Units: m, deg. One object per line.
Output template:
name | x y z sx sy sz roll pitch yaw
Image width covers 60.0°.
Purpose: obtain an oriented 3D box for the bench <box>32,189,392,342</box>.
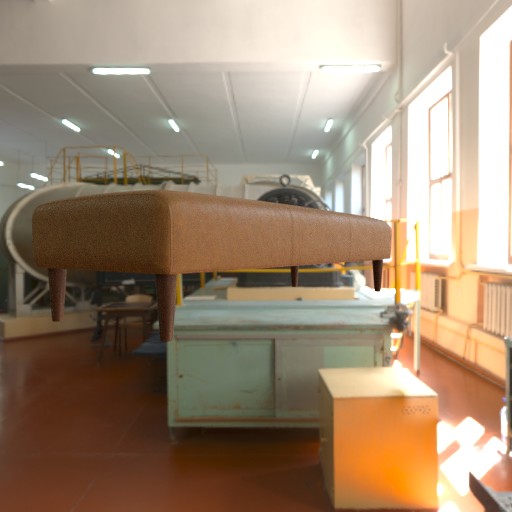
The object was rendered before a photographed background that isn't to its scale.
bench | 0.000 0.000 1.879 0.653 0.399 1.610 1 2 36
